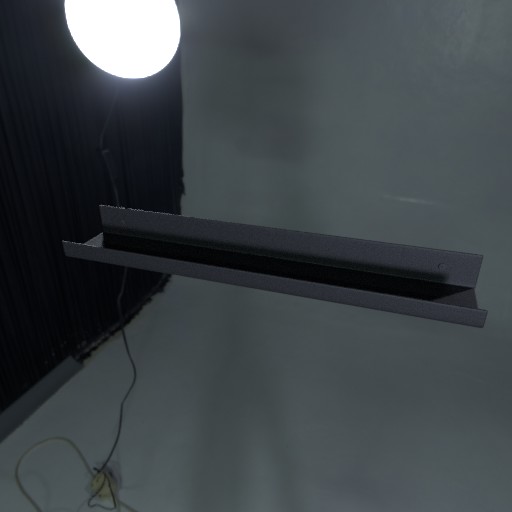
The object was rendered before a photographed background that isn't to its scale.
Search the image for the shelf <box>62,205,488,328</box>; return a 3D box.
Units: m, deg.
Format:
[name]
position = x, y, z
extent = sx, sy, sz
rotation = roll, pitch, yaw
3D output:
[shelf]
position = 0.000, 0.000, 0.646
extent = 0.605, 0.053, 0.102
rotation = 9, 28, 17
